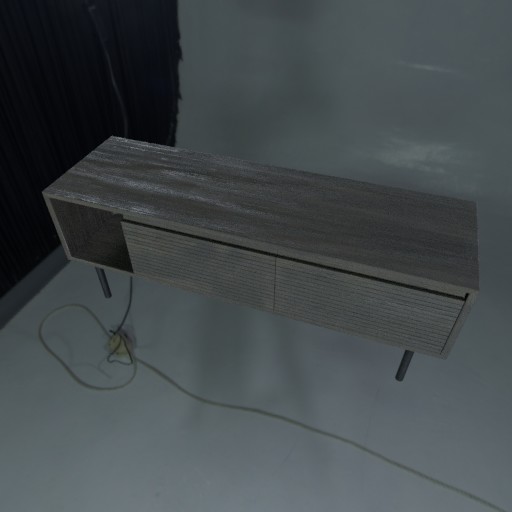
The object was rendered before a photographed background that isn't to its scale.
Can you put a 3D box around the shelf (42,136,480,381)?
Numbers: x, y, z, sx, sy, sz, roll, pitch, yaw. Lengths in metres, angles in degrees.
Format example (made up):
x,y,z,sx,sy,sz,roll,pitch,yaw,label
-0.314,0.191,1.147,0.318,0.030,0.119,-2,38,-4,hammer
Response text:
x,y,z,sx,sy,sz,roll,pitch,yaw,label
0.000,0.000,1.544,1.300,0.495,0.400,13,44,14,shelf
